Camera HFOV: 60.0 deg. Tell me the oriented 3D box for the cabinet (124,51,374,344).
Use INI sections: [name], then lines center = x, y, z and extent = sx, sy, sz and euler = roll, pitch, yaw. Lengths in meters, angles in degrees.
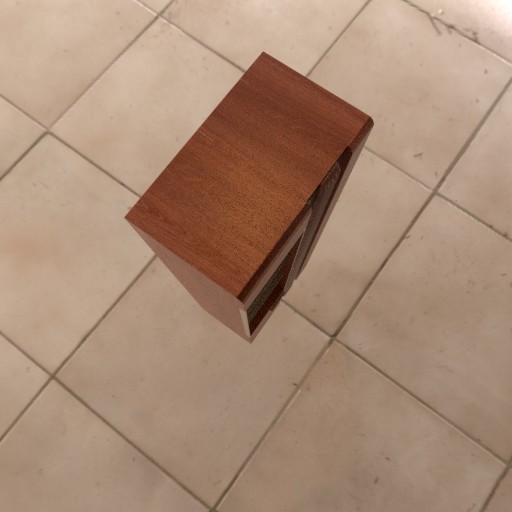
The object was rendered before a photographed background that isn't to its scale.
[cabinet]
center = 0.000, 0.000, 2.212
extent = 0.420, 1.980, 0.660
euler = 35, 78, 8
